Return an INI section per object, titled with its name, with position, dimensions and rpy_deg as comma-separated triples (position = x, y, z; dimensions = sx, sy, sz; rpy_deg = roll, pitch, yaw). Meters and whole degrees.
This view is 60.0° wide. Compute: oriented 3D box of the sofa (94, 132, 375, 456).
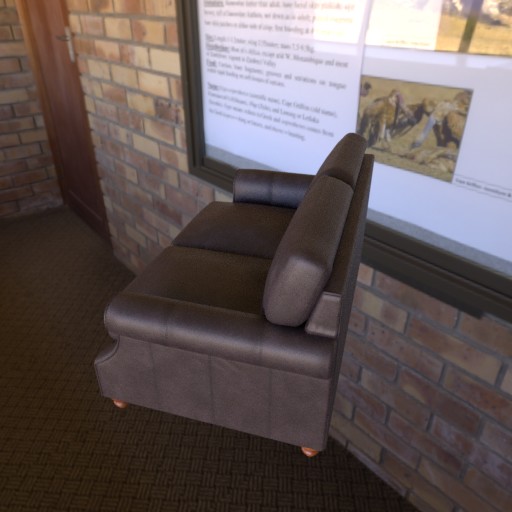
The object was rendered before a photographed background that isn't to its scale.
[sofa]
position = 0.000, 0.000, 2.308
dimensions = 1.030, 0.979, 1.663
rpy_deg = 9, 31, 14
